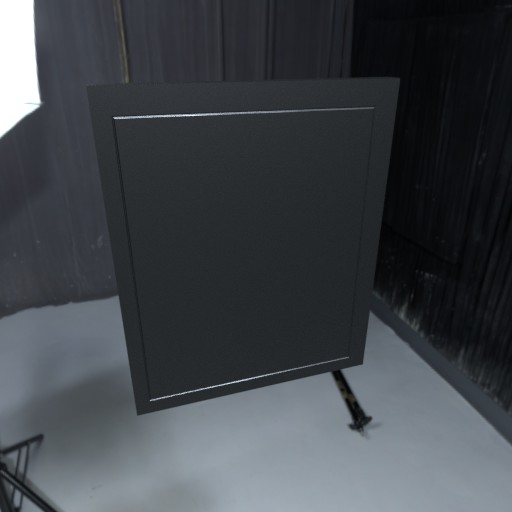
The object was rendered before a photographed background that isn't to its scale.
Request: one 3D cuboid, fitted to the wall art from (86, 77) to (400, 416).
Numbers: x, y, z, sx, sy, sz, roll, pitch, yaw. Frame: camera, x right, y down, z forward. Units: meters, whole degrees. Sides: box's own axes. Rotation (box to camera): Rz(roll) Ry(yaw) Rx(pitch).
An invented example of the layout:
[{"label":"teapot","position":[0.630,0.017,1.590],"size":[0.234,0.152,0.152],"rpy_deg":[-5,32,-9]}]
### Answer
[{"label":"wall art","position":[0.000,0.000,0.757],"size":[0.461,0.558,0.031],"rpy_deg":[-8,27,-16]}]
